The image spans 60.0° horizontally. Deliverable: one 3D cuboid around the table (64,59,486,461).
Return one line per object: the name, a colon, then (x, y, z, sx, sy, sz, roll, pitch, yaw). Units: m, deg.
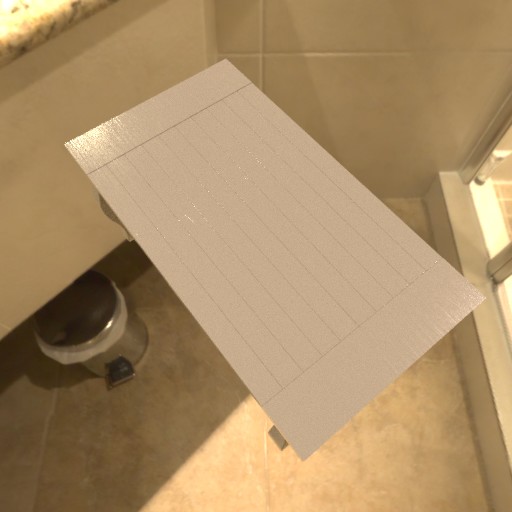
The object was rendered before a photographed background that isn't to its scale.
table: (0.000, 0.000, 1.401, 0.600, 0.495, 1.062, -35, 68, -16)
